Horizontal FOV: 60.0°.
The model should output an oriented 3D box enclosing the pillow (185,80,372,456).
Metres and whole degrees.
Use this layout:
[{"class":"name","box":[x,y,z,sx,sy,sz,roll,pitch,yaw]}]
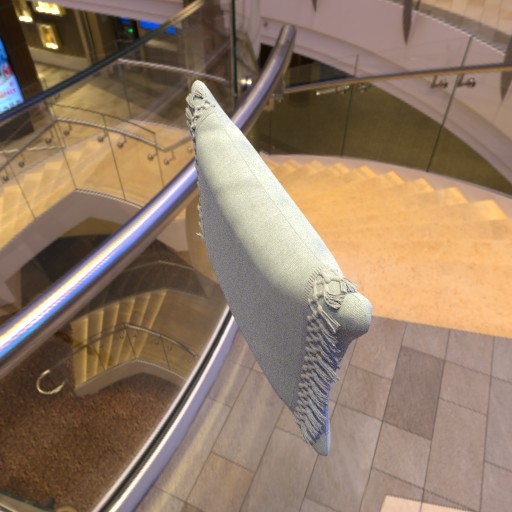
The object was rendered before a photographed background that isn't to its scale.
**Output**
[{"class":"pillow","box":[0.000,0.000,0.600,0.084,0.305,0.466,-16,48,-15]}]
